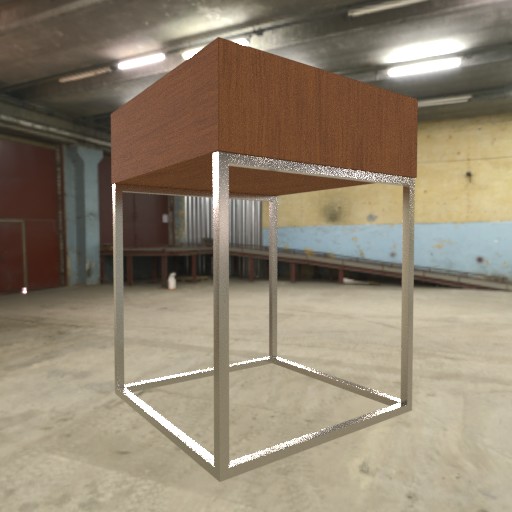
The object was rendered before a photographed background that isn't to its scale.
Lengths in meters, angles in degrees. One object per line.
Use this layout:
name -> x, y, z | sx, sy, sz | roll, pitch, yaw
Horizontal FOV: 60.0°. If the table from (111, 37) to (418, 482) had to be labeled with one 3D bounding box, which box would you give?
table -> 0.000, 0.000, 0.813 | 0.398, 0.540, 0.397 | -1, 2, -36
